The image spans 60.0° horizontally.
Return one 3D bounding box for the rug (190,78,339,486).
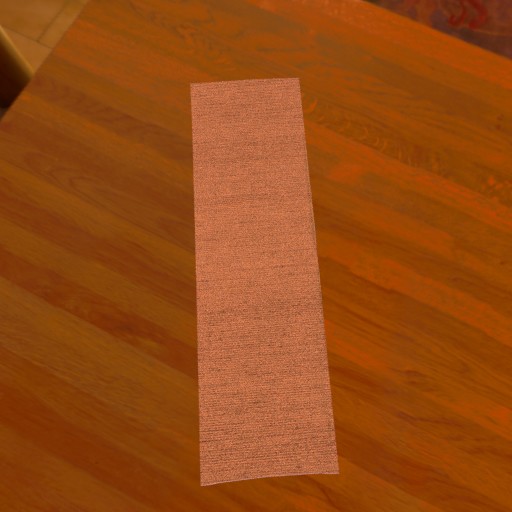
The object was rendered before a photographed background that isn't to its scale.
[{"bbox_3d":[0.000,0.000,2.502,0.692,0.032,2.320,-3,75,-1],"label":"rug"}]
